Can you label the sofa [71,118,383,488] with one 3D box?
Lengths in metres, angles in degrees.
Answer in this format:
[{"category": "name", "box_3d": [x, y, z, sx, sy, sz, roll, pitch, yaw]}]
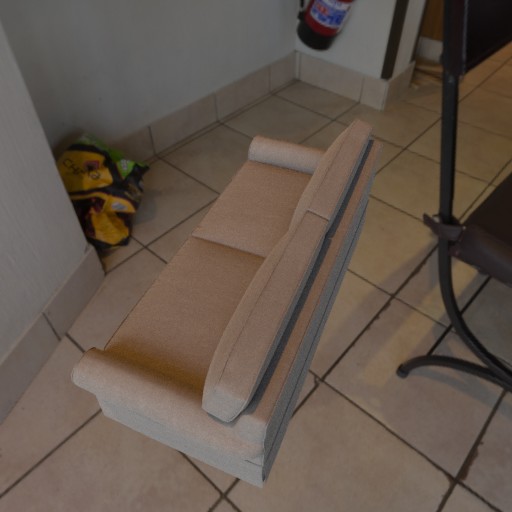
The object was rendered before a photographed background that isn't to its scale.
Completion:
[{"category": "sofa", "box_3d": [0.000, 0.000, 2.672, 0.991, 0.943, 2.248, 17, 49, 16]}]
